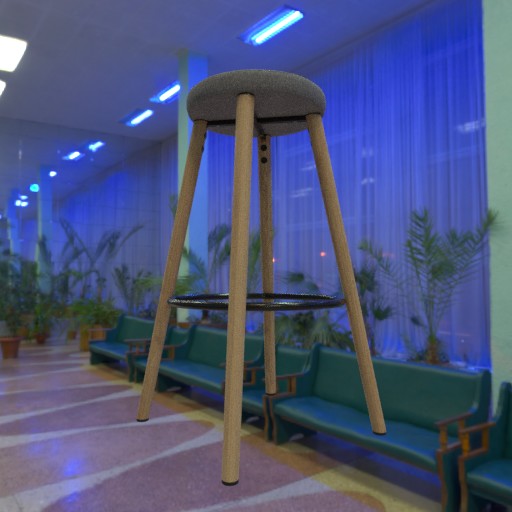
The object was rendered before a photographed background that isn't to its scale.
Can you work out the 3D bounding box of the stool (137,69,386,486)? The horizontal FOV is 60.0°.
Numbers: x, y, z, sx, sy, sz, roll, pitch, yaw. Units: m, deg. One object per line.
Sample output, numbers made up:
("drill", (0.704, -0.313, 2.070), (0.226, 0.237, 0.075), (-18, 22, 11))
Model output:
("stool", (0.000, 0.000, 1.015), (0.410, 0.770, 0.410), (2, -3, -36))
